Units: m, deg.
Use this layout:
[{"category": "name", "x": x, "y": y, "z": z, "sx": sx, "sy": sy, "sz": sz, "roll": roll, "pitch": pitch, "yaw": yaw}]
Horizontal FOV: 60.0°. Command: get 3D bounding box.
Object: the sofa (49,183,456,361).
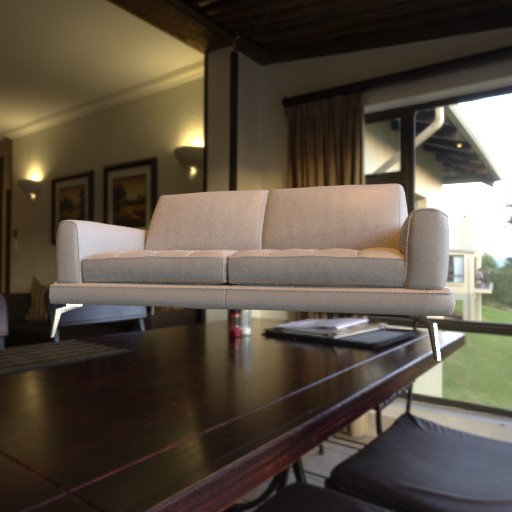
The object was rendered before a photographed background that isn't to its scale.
[{"category": "sofa", "x": 0.000, "y": 0.000, "z": 2.722, "sx": 2.177, "sy": 0.930, "sz": 1.121, "roll": 0, "pitch": -1, "yaw": 17}]
